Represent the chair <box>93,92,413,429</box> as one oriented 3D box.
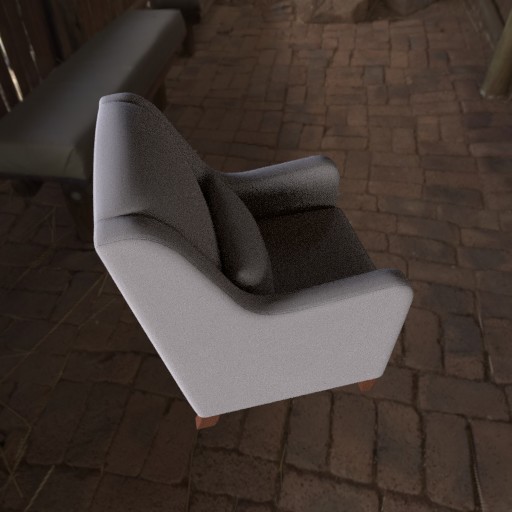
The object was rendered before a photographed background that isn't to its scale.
[{"bbox_3d":[0.000,0.000,1.560,0.863,1.010,0.715,-9,46,-9],"label":"chair"}]
